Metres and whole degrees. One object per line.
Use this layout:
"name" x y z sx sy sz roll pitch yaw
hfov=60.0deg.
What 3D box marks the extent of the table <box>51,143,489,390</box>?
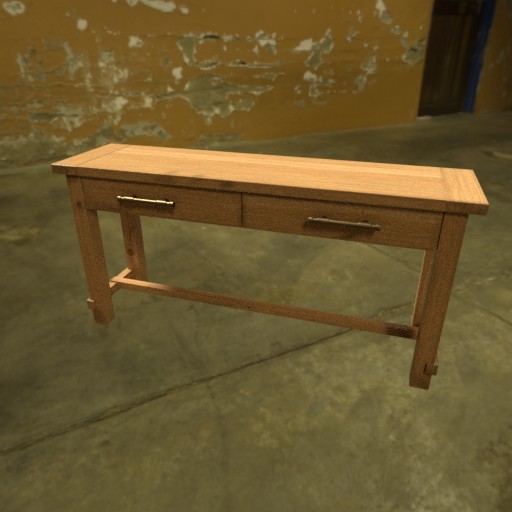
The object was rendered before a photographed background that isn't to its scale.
"table" 0.000 0.000 1.882 1.599 0.762 0.442 8 27 16
